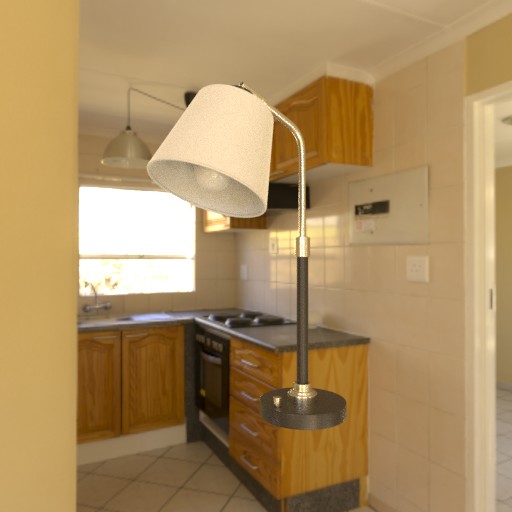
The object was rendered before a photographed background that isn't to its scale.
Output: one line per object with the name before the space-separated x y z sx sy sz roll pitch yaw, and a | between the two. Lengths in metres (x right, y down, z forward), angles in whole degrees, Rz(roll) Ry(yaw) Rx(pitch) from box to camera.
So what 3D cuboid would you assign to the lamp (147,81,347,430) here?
lamp | 0.000 0.000 0.699 0.348 0.539 0.181 0 0 -37
